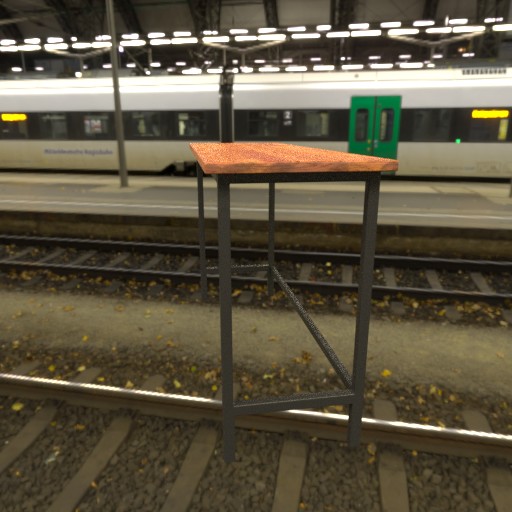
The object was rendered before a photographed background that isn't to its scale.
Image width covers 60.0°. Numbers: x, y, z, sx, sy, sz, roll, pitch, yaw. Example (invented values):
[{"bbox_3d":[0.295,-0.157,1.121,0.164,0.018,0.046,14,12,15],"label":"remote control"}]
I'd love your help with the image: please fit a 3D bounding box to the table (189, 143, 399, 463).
[{"bbox_3d":[0.000,0.000,1.571,0.408,0.740,1.204,-3,16,-9],"label":"table"}]
